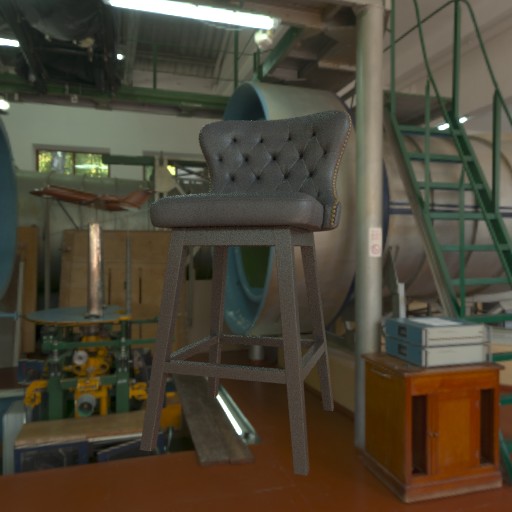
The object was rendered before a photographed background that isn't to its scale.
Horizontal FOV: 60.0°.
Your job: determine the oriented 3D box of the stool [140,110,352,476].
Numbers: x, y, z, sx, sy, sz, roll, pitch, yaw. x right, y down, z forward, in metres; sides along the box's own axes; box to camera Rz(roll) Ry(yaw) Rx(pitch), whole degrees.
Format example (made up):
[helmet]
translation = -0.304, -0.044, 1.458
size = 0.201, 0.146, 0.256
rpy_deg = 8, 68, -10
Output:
[stool]
translation = 0.000, 0.000, 1.327
size = 0.528, 0.971, 0.593
rpy_deg = 0, 1, 18
